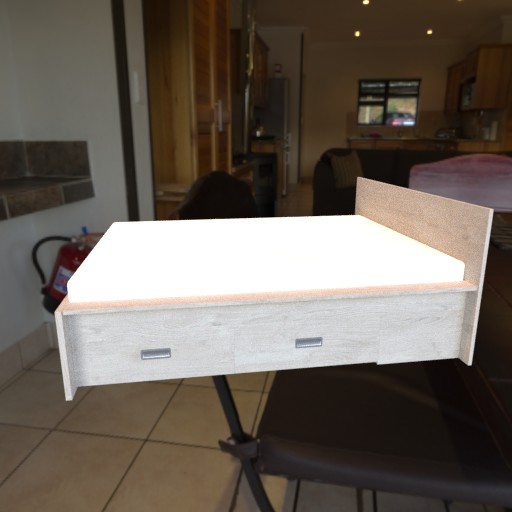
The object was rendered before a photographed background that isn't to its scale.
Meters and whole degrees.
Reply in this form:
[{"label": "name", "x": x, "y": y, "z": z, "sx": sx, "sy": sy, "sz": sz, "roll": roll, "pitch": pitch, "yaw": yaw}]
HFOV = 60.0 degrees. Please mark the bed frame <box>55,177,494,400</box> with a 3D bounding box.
[{"label": "bed frame", "x": 0.000, "y": 0.000, "z": 2.772, "sx": 1.960, "sy": 0.800, "sz": 1.622, "roll": -2, "pitch": 16, "yaw": -9}]
